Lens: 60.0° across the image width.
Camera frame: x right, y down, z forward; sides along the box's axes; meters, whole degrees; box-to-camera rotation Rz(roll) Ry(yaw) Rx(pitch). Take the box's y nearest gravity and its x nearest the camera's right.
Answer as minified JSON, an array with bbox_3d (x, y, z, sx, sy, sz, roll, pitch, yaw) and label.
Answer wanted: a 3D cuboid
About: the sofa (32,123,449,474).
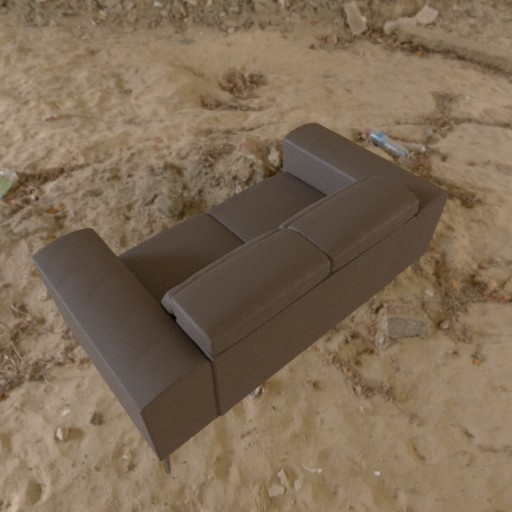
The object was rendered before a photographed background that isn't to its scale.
[{"bbox_3d":[0.000,0.000,2.346,1.895,0.779,1.003,-31,53,-27],"label":"sofa"}]
